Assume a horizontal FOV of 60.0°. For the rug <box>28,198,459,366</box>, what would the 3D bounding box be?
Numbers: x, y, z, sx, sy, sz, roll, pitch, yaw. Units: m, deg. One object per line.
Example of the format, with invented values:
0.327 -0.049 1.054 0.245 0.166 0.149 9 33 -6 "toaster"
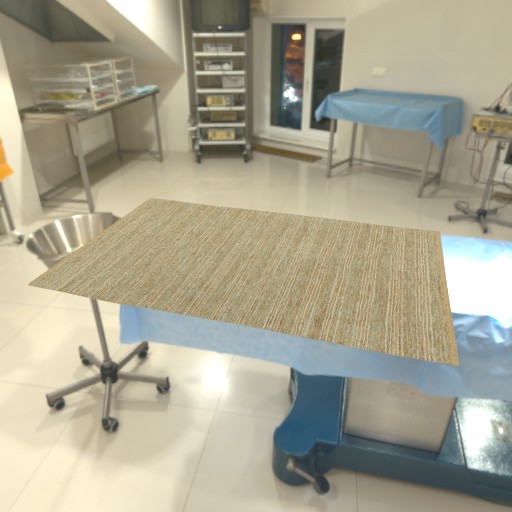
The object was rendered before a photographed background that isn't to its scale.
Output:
0.000 0.000 3.023 2.448 0.012 1.540 8 29 15 "rug"
